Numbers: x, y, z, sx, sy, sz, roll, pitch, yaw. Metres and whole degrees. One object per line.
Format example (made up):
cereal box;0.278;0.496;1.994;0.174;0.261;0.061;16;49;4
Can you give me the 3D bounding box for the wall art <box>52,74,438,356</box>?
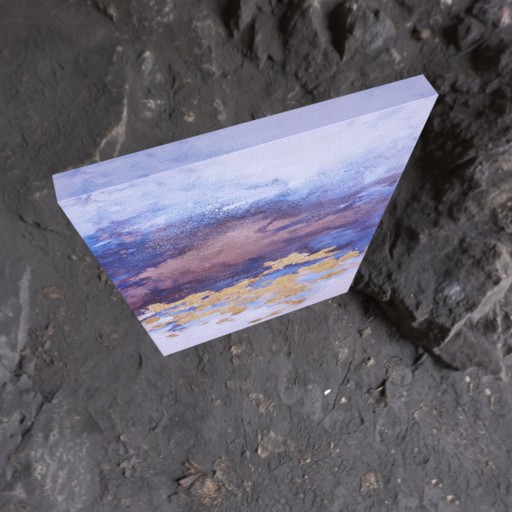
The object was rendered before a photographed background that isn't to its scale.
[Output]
wall art;0.000;0.000;0.742;0.437;0.581;0.036;-18;64;-9
